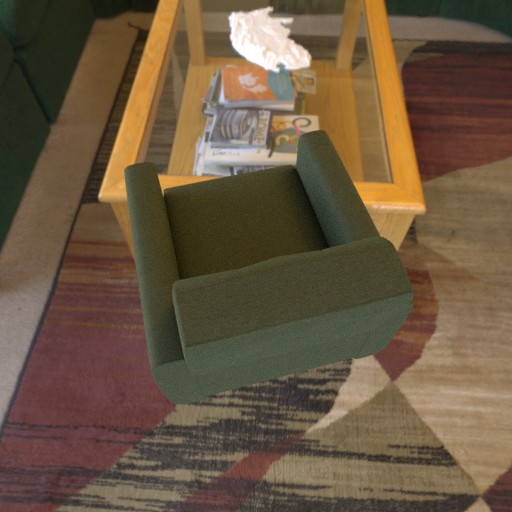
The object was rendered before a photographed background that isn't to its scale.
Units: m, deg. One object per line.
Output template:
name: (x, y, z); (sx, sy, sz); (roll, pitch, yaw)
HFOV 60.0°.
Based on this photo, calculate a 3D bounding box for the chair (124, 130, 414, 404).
chair: (0.000, 0.000, 1.611); (0.831, 0.841, 0.909); (-12, 58, -8)
